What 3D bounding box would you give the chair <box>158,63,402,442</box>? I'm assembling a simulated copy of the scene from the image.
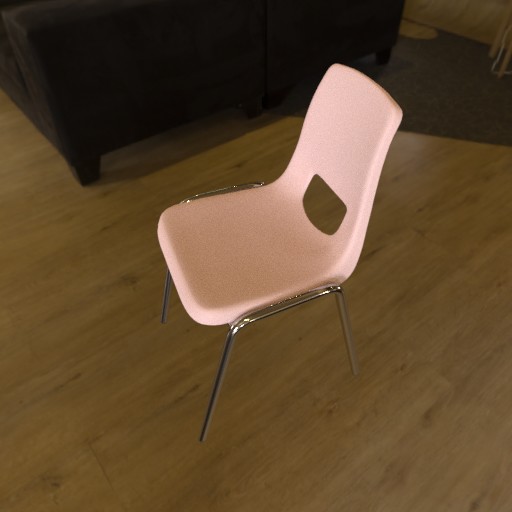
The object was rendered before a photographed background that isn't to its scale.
[{"bbox_3d":[0.000,0.000,0.950,0.436,0.704,0.381,-16,47,-16],"label":"chair"}]
